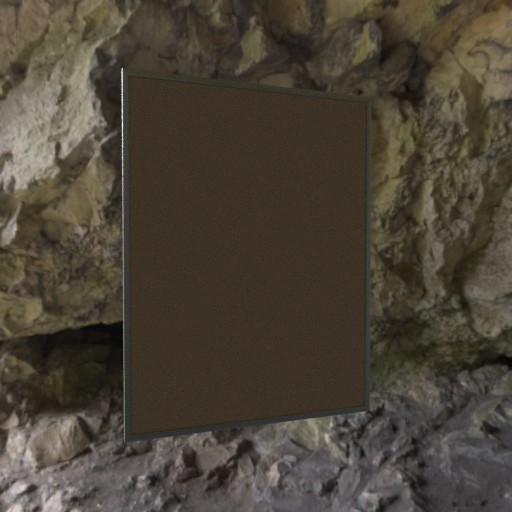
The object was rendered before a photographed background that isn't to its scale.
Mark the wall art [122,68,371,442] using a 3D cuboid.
[{"bbox_3d":[0.000,0.000,1.398,0.803,1.062,0.041,0,1,-18],"label":"wall art"}]
